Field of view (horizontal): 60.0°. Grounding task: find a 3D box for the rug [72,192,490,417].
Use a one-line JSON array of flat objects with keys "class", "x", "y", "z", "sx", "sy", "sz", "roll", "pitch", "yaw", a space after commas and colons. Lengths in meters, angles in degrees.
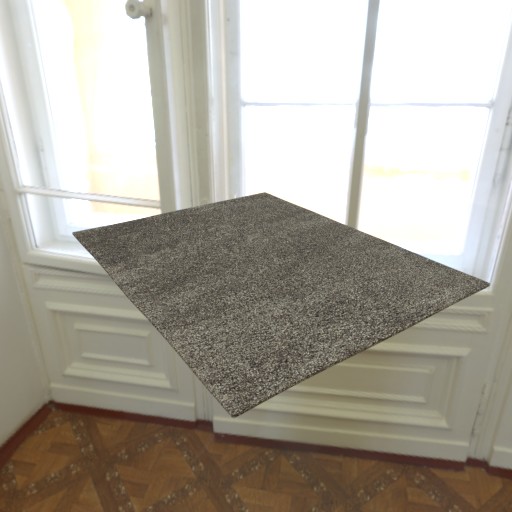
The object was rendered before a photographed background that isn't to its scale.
[{"class": "rug", "x": 0.000, "y": 0.000, "z": 3.961, "sx": 2.401, "sy": 0.025, "sz": 3.000, "roll": -17, "pitch": 30, "yaw": -31}]
